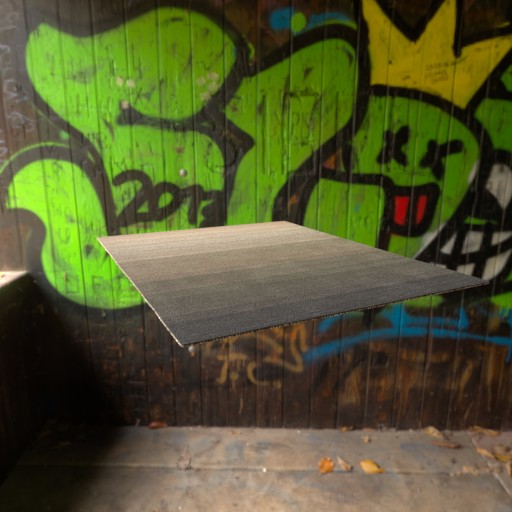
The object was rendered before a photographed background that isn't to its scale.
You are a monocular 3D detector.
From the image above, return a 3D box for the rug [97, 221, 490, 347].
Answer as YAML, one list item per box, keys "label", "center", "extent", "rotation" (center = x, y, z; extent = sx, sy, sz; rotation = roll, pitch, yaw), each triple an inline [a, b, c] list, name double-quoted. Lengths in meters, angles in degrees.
- label: "rug"
  center: [0.000, 0.000, 3.957]
  extent: [2.315, 0.015, 2.932]
  rotation: [-7, 16, -26]
